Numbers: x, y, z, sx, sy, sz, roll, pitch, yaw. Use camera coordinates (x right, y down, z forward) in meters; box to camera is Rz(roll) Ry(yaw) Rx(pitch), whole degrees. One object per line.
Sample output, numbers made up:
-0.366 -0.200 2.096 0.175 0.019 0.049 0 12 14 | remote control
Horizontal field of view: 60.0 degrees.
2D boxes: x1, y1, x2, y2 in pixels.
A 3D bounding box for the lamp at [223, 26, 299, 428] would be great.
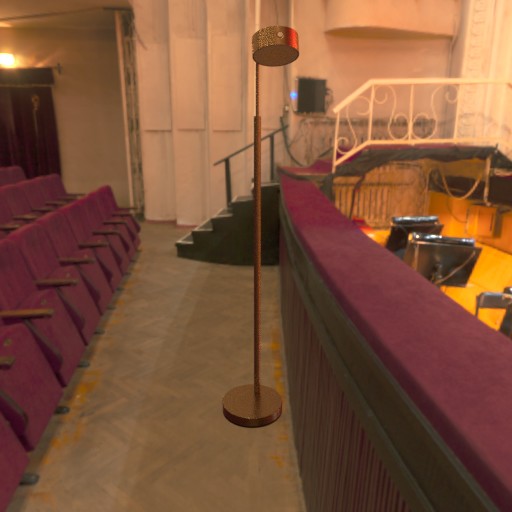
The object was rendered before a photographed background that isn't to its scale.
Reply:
0.000 0.000 1.387 0.219 1.230 0.418 -2 15 -7 | lamp
